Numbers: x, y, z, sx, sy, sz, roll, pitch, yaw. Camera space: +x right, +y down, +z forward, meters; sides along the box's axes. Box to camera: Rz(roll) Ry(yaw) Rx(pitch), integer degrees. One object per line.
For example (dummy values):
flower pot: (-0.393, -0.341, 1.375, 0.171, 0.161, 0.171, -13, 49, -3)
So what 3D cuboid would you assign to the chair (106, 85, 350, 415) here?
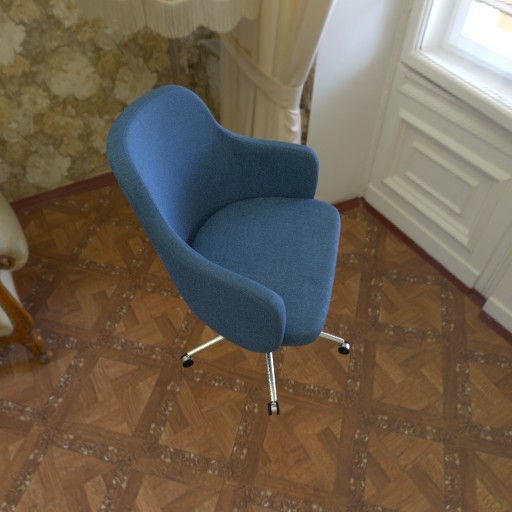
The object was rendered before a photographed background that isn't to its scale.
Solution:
chair: (0.000, 0.000, 1.273, 0.655, 0.820, 0.599, 10, 48, 9)
